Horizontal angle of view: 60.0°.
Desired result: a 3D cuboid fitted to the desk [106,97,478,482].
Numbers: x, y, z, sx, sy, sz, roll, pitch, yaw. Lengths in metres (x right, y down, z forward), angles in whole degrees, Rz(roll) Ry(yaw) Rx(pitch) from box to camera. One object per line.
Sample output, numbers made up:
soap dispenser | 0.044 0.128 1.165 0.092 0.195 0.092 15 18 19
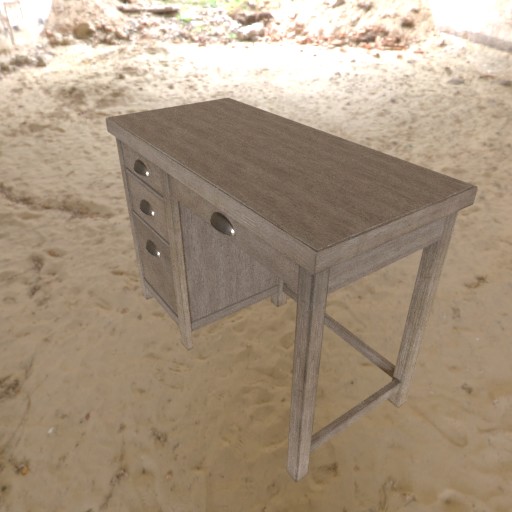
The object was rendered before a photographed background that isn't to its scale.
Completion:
desk | 0.000 0.000 1.776 0.610 0.912 1.289 -21 38 -29
